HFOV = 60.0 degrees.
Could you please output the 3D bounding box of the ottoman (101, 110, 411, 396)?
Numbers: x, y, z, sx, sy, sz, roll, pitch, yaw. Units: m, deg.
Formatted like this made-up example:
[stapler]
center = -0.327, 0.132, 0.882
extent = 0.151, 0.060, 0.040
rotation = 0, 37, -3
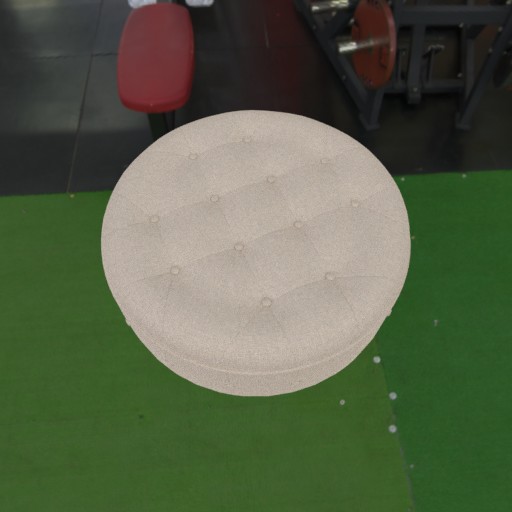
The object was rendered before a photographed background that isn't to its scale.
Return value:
[ottoman]
center = 0.000, 0.000, 1.380
extent = 0.848, 0.494, 0.848
rotation = 0, 59, 0
